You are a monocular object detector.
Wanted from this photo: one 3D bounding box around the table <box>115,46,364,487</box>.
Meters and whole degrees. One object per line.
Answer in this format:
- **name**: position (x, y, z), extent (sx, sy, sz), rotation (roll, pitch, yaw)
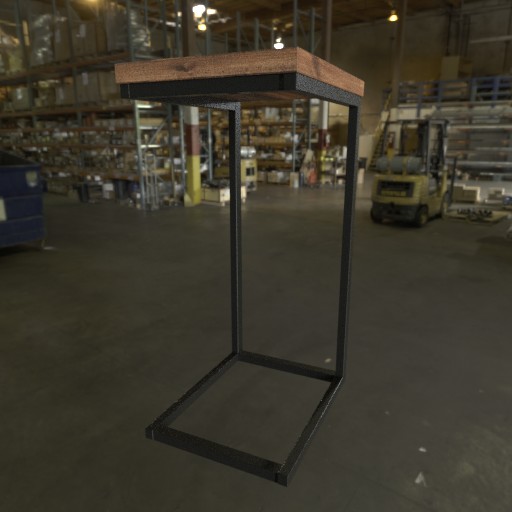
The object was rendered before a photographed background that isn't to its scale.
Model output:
- **table**: position (0.000, 0.000, 0.935), extent (0.323, 0.718, 0.414), rotation (7, 16, 25)
